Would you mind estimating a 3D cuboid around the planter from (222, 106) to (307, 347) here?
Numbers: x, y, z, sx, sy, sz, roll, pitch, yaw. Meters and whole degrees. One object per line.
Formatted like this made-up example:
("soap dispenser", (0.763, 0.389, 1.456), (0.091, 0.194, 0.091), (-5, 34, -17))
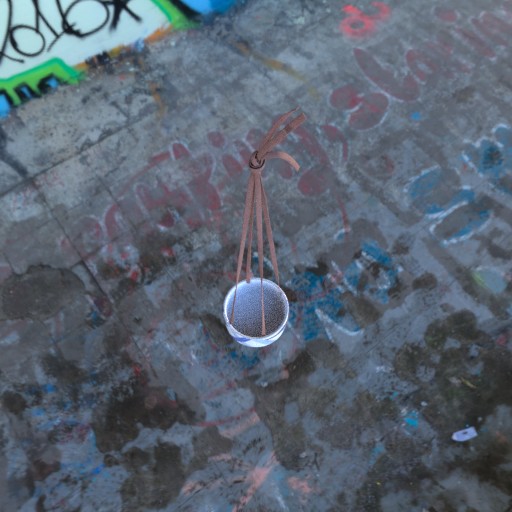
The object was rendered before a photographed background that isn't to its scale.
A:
("planter", (0.000, 0.000, 0.830), (0.166, 0.751, 0.166), (-35, 69, -16))
